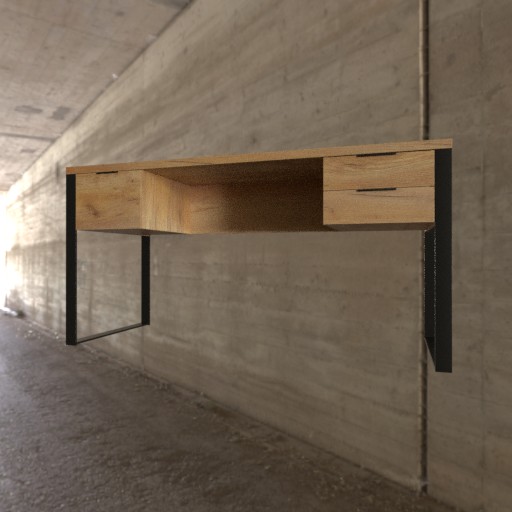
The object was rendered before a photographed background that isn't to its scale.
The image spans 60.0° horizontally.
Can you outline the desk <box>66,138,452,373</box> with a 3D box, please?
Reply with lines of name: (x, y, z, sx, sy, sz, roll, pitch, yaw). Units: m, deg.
desk: (0.000, 0.000, 1.946, 1.520, 0.760, 0.600, 0, 0, 18)
